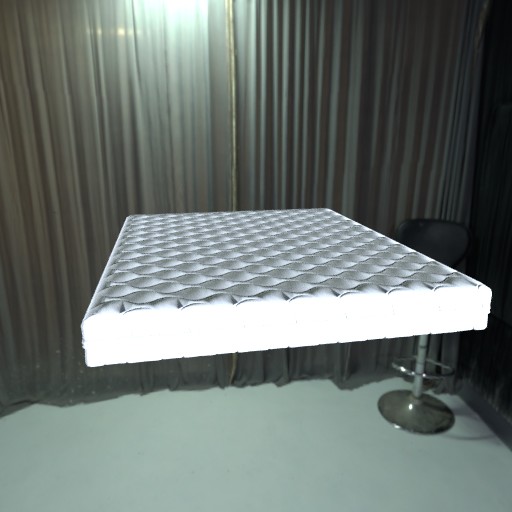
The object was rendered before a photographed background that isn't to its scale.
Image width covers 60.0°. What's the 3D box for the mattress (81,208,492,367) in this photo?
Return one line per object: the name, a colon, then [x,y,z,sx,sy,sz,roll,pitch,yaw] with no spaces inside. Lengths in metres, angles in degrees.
mattress: [0.000,0.000,2.567,1.600,0.200,1.900,-3,16,-11]
